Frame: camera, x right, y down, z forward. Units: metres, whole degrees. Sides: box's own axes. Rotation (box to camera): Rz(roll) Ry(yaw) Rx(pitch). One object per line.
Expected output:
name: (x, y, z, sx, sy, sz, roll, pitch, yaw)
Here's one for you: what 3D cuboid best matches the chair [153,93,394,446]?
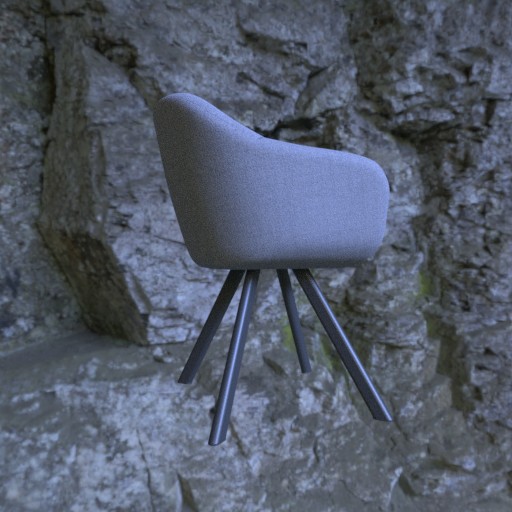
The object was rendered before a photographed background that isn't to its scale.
chair: (0.000, 0.000, 1.216, 0.550, 0.795, 0.590, 0, 1, -18)
